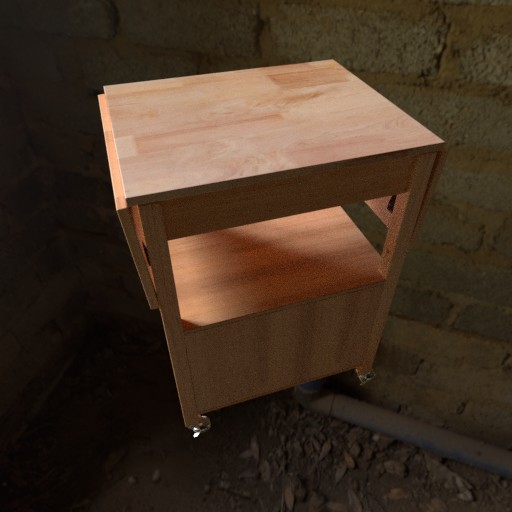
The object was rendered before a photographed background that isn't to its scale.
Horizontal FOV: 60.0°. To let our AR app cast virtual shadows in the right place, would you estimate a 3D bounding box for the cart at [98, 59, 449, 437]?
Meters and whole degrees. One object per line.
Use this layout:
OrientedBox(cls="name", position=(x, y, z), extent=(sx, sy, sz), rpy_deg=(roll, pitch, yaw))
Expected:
OrientedBox(cls="cart", position=(0.000, 0.000, 1.237), extent=(0.640, 0.838, 0.508), rpy_deg=(-12, 43, -13))
